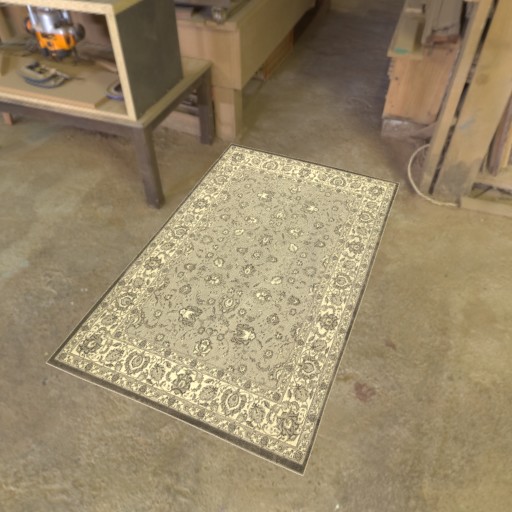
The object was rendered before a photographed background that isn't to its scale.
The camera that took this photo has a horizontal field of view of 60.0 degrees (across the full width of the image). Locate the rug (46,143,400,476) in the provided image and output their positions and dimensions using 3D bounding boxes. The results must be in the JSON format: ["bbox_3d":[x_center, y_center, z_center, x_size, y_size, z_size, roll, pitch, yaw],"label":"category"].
[{"bbox_3d":[0.000,0.000,3.042,1.524,0.011,2.438,17,49,16],"label":"rug"}]
